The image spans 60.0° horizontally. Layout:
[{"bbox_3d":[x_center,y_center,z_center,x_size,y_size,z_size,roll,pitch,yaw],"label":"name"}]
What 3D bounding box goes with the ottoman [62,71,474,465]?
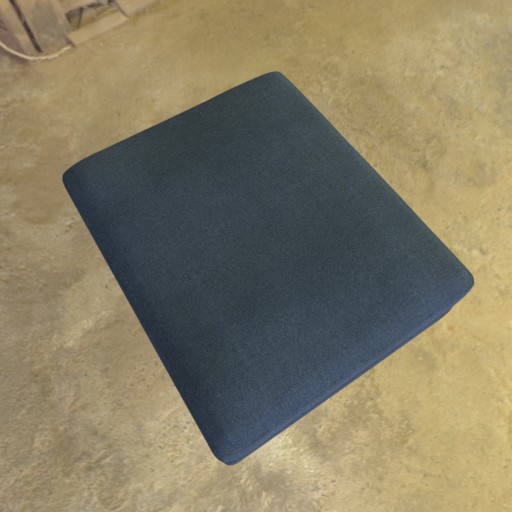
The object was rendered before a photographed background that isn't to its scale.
[{"bbox_3d":[0.000,0.000,1.221,0.693,0.474,0.821,-30,68,-14],"label":"ottoman"}]
